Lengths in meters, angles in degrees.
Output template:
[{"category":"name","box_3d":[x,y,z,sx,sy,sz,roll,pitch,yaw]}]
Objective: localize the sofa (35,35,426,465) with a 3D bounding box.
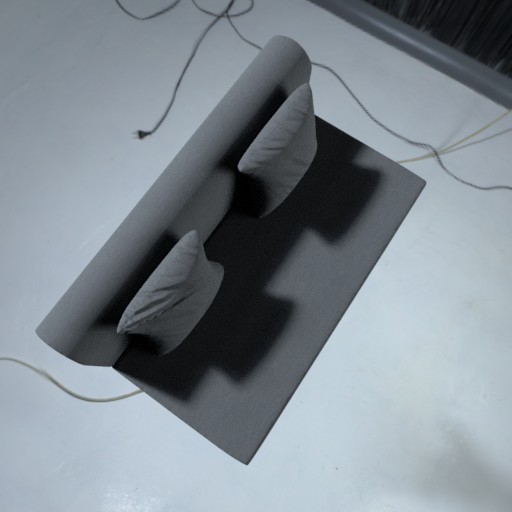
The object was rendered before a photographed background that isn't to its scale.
[{"category":"sofa","box_3d":[0.000,0.000,1.620,0.762,0.670,1.225,33,77,9]}]
